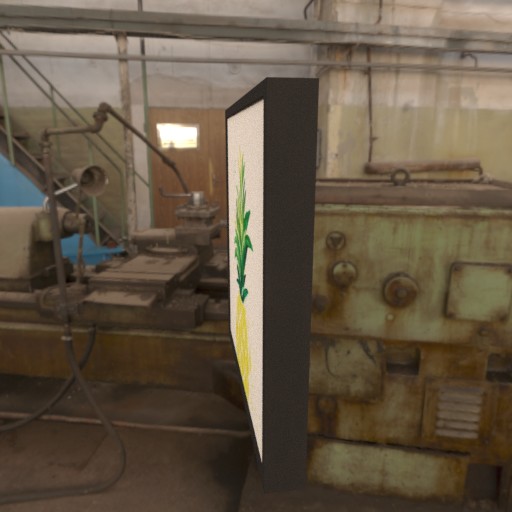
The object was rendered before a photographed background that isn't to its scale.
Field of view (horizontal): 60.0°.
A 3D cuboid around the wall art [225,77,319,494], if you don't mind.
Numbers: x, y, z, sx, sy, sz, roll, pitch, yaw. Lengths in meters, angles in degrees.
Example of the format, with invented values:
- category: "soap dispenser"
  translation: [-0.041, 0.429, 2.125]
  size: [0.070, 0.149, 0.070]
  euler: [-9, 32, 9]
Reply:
- category: "wall art"
  translation: [0.000, 0.000, 0.456]
  size: [0.033, 0.304, 0.305]
  euler: [-2, 15, -8]
